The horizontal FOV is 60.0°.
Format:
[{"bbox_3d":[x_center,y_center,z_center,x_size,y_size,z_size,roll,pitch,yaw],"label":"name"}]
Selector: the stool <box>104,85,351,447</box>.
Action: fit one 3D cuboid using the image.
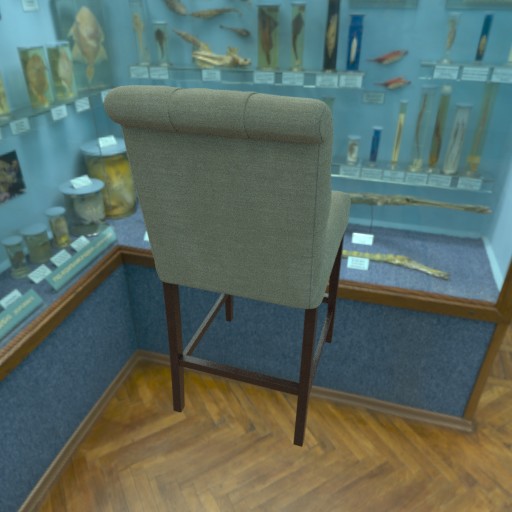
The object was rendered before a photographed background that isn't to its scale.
[{"bbox_3d":[0.000,0.000,1.377,0.486,1.084,0.660,10,33,15],"label":"stool"}]
